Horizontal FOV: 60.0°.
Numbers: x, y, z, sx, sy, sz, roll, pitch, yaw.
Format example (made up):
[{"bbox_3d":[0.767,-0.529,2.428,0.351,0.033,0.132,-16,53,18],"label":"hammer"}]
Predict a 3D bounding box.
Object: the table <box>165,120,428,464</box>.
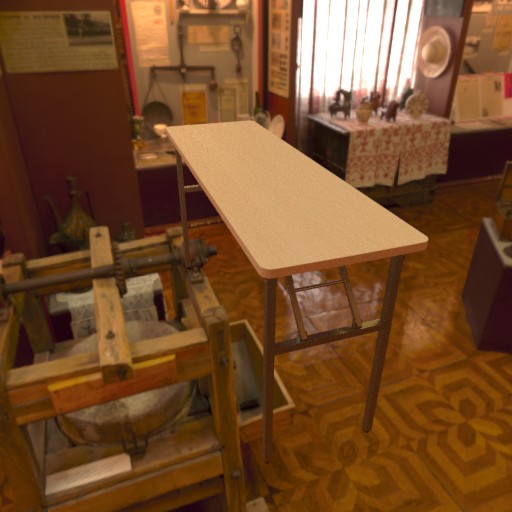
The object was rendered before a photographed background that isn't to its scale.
[{"bbox_3d":[0.000,0.000,1.786,0.446,0.750,1.397,-10,31,-16],"label":"table"}]
